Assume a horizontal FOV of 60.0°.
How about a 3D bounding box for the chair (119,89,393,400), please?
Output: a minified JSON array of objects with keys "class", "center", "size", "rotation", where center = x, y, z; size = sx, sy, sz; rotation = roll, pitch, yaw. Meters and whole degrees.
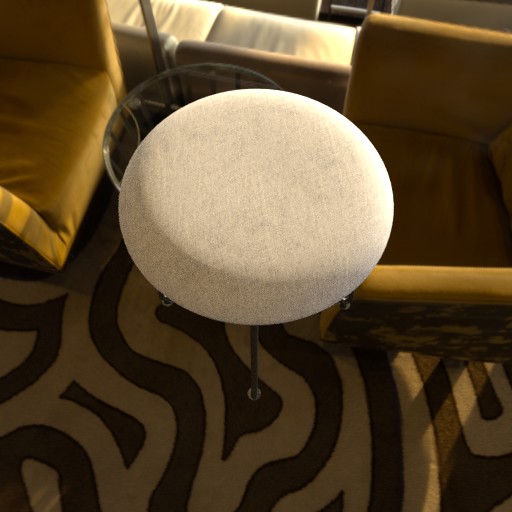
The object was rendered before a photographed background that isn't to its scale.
[{"class":"chair","center":[0.000,0.000,0.646],"size":[0.350,0.386,0.350],"rotation":[1,64,0]}]
